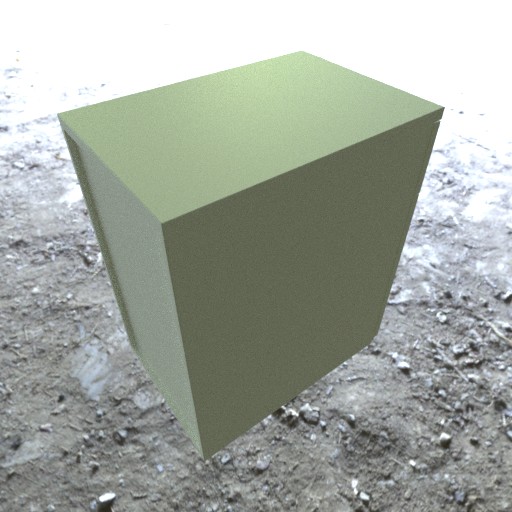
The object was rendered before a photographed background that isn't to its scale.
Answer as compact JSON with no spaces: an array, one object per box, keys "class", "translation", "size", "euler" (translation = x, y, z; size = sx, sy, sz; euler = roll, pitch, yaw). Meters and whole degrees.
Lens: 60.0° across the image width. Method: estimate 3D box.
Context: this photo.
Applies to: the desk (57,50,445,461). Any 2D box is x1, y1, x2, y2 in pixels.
[{"class":"desk","translation":[0.000,0.000,1.061],"size":[0.600,0.730,0.404],"euler":[-27,49,-26]}]
